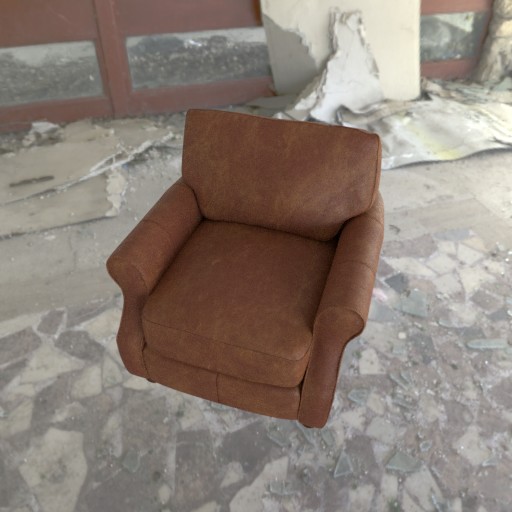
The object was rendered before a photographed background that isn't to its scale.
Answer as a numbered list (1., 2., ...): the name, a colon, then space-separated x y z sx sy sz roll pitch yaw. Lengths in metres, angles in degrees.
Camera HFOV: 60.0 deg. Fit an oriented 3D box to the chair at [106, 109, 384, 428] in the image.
1. chair: 0.000 0.000 1.853 0.983 0.962 0.986 12 41 14
